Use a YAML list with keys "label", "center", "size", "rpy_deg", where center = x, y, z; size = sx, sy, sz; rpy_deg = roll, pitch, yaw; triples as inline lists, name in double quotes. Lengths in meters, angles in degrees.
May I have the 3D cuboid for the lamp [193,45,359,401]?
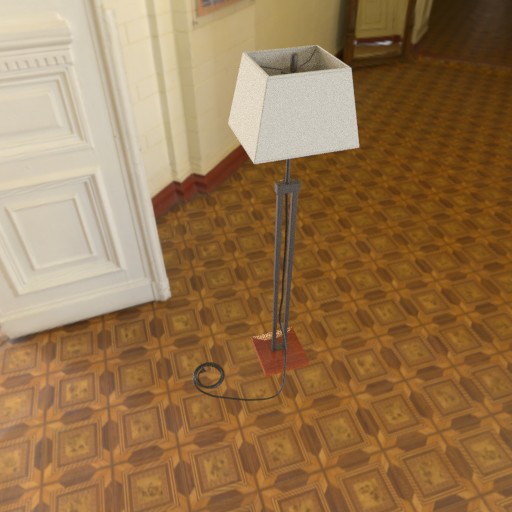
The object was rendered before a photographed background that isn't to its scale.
- label: "lamp"
  center: [0.000, 0.000, 2.046]
  size: [0.745, 1.712, 0.472]
  rpy_deg: [-12, 42, -13]
